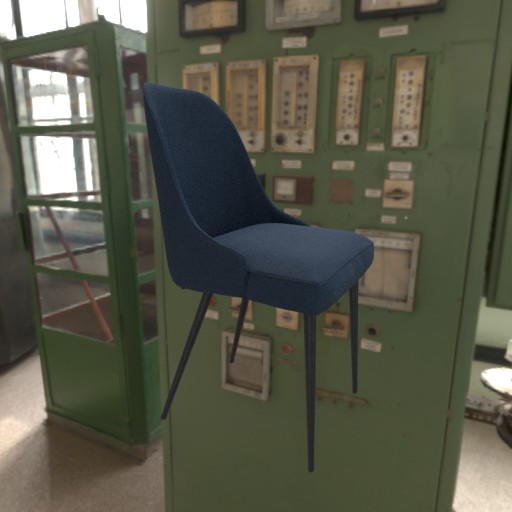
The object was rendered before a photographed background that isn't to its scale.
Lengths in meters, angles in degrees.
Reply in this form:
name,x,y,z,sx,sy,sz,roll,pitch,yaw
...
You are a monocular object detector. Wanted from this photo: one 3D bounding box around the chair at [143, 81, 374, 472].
name,x,y,z,sx,sy,sz,roll,pitch,yaw
chair,0.000,0.000,1.196,0.559,0.896,0.478,7,15,27
